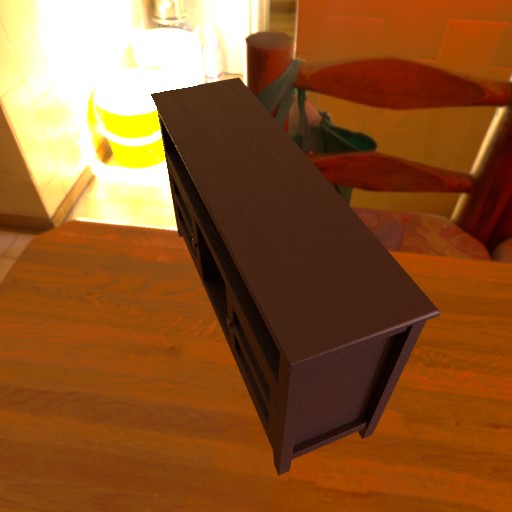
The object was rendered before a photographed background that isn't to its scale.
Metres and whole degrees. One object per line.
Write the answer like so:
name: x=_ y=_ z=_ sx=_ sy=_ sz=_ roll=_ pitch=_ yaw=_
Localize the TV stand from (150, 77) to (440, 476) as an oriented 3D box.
TV stand: x=0.000 y=0.000 z=1.507 sx=0.347 sy=0.681 sz=1.198 roll=-16 pitch=48 yaw=-15
